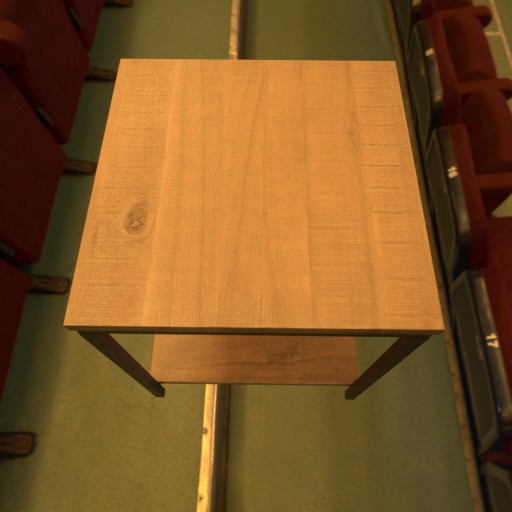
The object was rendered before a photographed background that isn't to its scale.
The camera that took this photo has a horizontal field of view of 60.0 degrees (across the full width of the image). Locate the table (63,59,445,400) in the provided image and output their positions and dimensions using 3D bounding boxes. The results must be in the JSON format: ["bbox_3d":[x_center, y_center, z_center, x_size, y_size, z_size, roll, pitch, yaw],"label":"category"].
[{"bbox_3d":[0.000,0.000,0.960,0.503,0.589,0.507,1,63,0],"label":"table"}]
